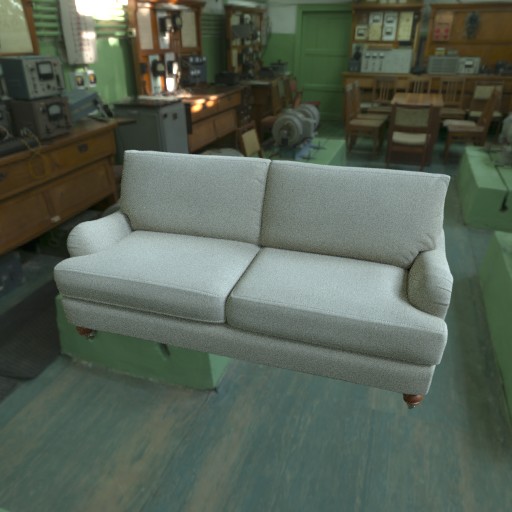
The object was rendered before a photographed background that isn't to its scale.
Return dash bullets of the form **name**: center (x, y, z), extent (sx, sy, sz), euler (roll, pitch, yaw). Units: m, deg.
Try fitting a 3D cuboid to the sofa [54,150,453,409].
- **sofa**: center (0.000, 0.000, 2.583), extent (2.070, 0.997, 1.091), euler (8, 28, 15)
